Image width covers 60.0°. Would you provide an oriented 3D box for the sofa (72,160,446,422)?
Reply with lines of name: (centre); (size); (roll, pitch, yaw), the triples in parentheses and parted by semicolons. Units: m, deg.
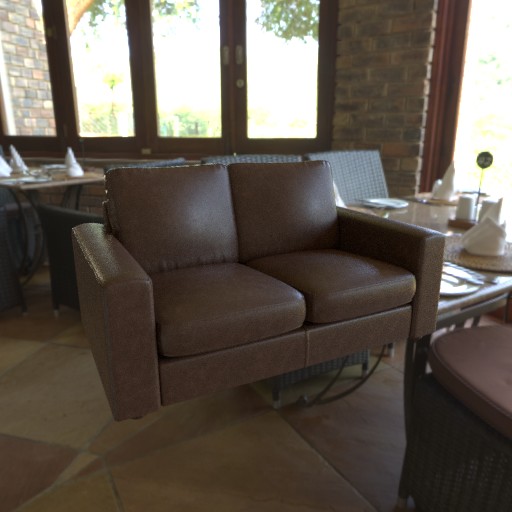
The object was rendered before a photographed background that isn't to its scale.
sofa: (0.000, 0.000, 2.222); (1.616, 0.873, 1.016); (-8, 18, -26)
